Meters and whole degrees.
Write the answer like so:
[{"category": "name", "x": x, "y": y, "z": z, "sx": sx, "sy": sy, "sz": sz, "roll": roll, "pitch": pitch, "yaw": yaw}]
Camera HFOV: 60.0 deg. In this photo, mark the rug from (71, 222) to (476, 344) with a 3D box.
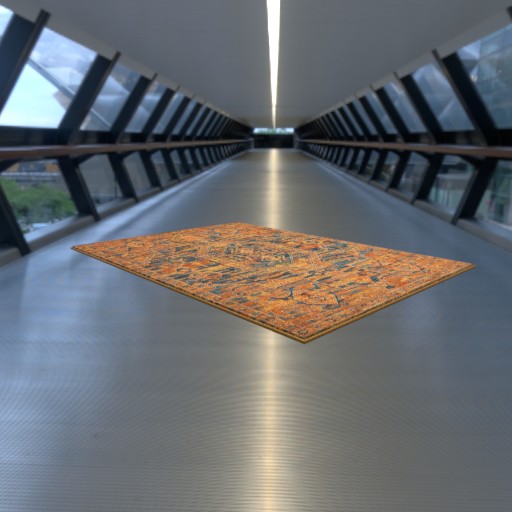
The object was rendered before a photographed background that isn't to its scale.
[{"category": "rug", "x": 0.000, "y": 0.000, "z": 2.929, "sx": 1.588, "sy": 0.024, "sz": 2.204, "roll": -13, "pitch": 18, "yaw": -42}]
